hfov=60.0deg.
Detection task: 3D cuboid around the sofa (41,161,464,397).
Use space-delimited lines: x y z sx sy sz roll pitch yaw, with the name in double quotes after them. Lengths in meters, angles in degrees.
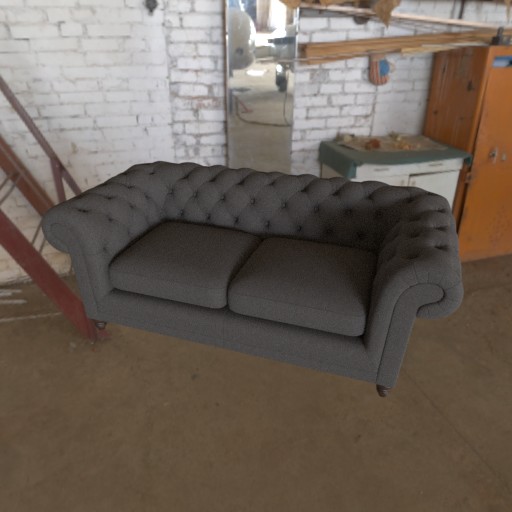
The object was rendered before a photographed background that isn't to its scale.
0.000 0.000 2.470 1.998 0.764 0.986 9 29 17 "sofa"
